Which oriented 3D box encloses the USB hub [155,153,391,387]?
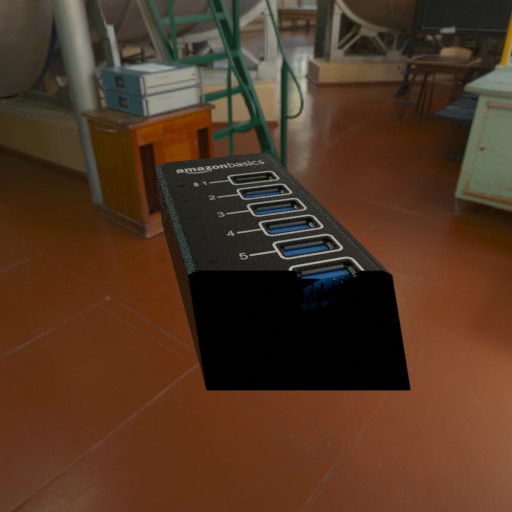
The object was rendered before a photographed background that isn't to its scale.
[{"bbox_3d":[0.000,0.000,0.127,0.044,0.023,0.110,-9,33,-14],"label":"USB hub"}]
